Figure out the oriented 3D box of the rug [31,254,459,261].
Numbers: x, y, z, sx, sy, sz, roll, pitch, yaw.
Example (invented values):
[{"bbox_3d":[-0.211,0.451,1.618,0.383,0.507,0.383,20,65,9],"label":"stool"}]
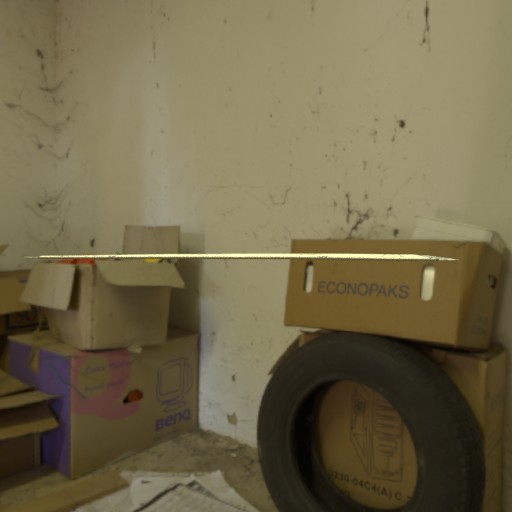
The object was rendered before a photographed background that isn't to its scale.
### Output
[{"bbox_3d":[0.000,0.000,3.916,3.027,0.028,2.125,0,1,17],"label":"rug"}]
